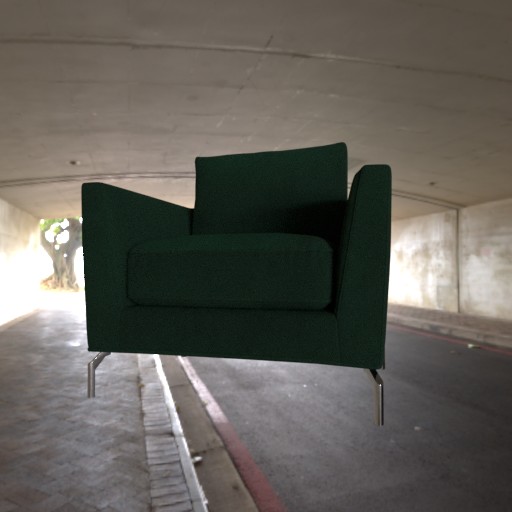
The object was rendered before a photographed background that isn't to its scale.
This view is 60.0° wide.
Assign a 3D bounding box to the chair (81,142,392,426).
[{"bbox_3d":[0.000,0.000,1.793,1.047,0.997,0.852,0,-2,17],"label":"chair"}]
